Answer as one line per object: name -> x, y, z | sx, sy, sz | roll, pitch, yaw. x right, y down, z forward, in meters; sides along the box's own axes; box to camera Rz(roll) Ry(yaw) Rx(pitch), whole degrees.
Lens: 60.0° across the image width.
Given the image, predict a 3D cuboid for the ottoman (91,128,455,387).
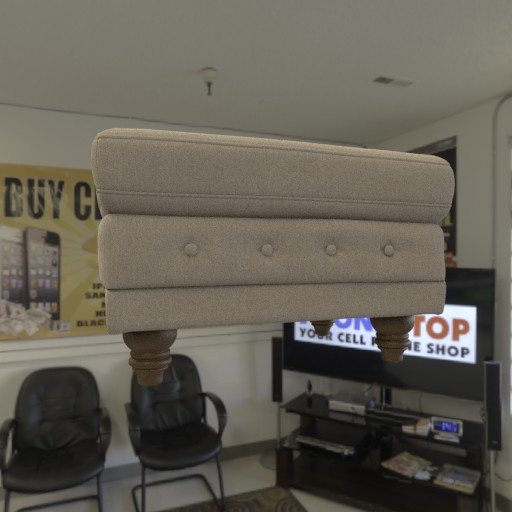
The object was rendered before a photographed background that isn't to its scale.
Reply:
ottoman -> 0.000, 0.000, 1.124 | 0.771, 0.500, 0.569 | 0, 0, -19
